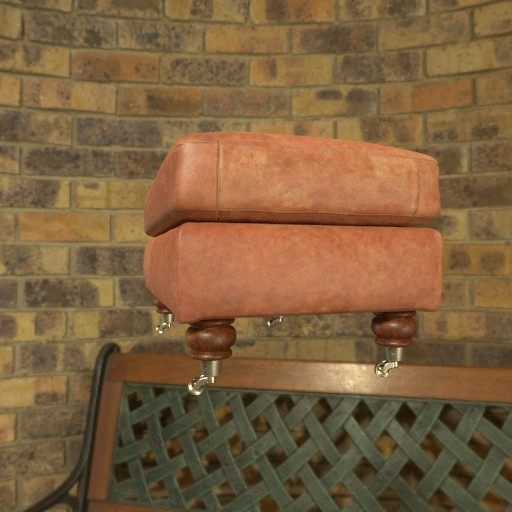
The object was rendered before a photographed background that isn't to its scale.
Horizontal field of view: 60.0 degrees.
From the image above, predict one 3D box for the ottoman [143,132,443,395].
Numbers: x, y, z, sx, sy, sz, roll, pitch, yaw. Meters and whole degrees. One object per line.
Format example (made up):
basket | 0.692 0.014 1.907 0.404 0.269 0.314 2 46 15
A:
ottoman | 0.000 0.000 1.196 0.565 0.507 0.852 0 0 -18
